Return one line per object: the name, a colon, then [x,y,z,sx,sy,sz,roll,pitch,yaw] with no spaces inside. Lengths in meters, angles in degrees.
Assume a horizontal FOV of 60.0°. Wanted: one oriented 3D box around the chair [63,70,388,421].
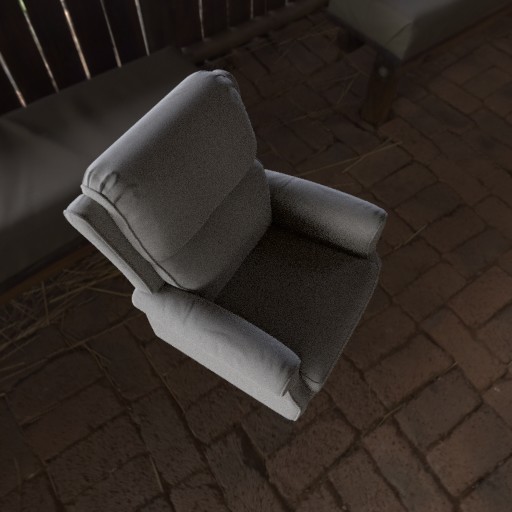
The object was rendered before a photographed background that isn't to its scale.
chair: [0.000,0.000,1.748,0.919,1.046,0.859,28,63,16]
